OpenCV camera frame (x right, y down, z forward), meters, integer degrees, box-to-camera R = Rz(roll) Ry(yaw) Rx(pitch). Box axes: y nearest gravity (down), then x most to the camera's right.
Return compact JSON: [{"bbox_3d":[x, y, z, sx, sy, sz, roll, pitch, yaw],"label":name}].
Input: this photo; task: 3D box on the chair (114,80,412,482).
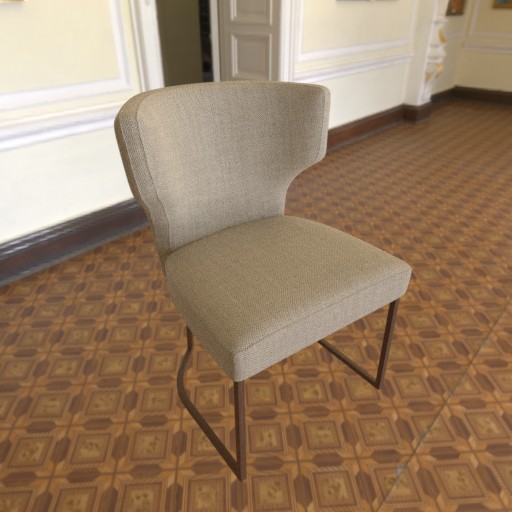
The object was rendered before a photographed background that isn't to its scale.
[{"bbox_3d":[0.000,0.000,1.205,0.611,0.824,0.617,-20,36,-31],"label":"chair"}]
